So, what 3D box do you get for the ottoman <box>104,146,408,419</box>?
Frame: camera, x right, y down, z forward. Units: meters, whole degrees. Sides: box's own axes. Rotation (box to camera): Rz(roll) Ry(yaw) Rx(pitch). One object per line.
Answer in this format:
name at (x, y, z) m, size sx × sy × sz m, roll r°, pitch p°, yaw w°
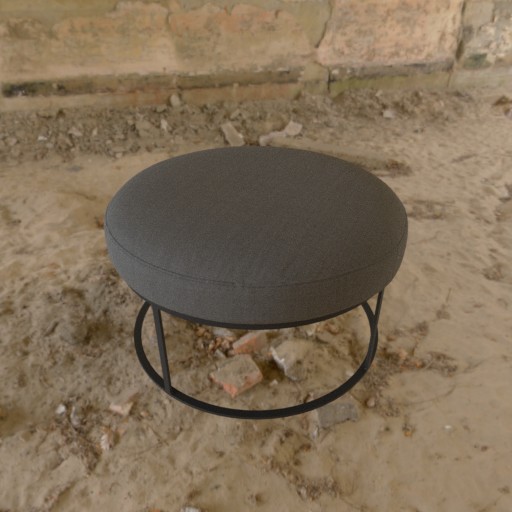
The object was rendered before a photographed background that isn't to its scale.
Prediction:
ottoman at (0.000, 0.000, 1.240) m, size 0.772 × 0.460 × 0.772 m, roll 0°, pitch 32°, yaw 0°
